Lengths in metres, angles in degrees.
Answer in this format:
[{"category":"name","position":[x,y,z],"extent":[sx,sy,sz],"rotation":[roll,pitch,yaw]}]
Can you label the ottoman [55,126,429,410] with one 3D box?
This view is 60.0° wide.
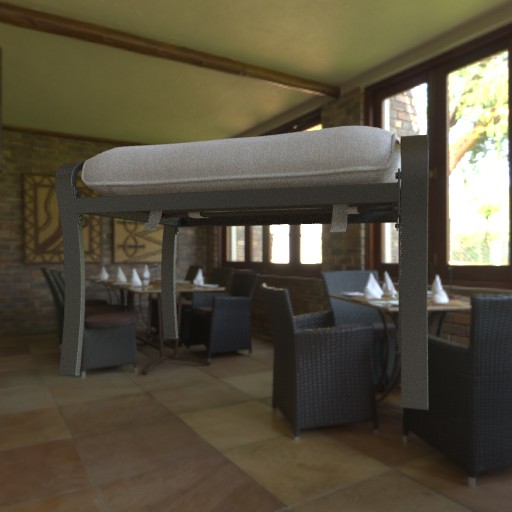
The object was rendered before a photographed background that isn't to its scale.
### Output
[{"category":"ottoman","position":[0.000,0.000,0.875],"extent":[0.610,0.422,0.406],"rotation":[0,0,17]}]
